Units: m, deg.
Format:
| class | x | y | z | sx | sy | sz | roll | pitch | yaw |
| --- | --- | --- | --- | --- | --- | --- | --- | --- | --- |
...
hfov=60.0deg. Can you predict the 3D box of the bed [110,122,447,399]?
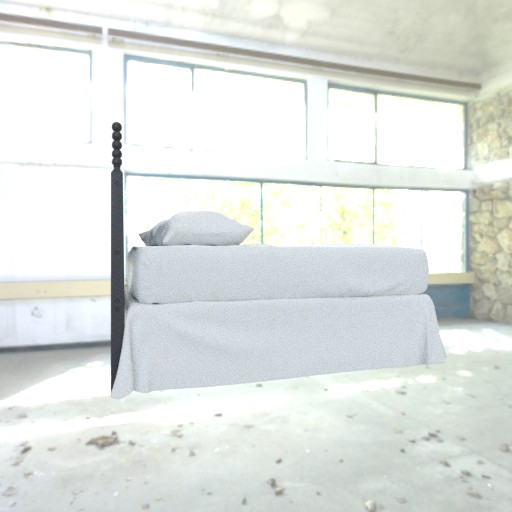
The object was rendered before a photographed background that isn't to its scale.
| class | x | y | z | sx | sy | sz | roll | pitch | yaw |
| --- | --- | --- | --- | --- | --- | --- | --- | --- | --- |
| bed | 0.000 | 0.000 | 3.279 | 2.040 | 1.356 | 1.873 | 0 | 1 | -18 |
